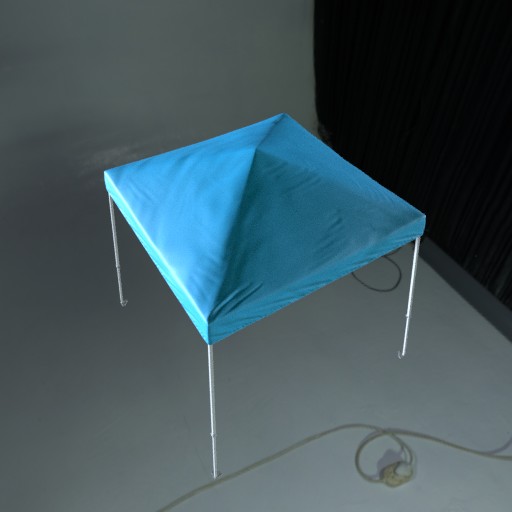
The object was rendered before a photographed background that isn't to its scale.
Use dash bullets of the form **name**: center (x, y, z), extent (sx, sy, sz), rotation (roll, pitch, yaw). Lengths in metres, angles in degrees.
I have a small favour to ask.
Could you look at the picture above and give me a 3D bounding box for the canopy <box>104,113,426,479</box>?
- **canopy**: center (0.000, 0.000, 5.108), extent (2.849, 2.849, 2.848), rotation (-25, 51, -22)
